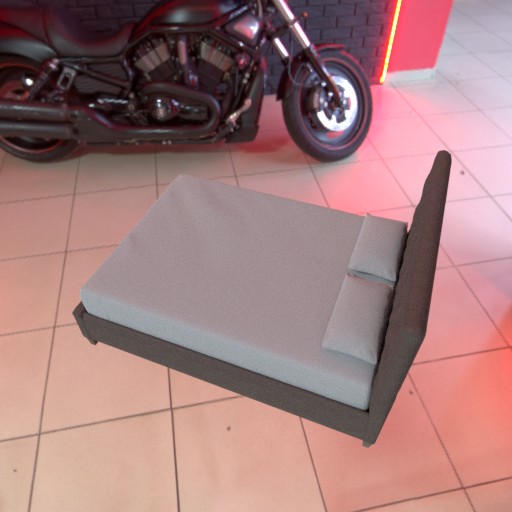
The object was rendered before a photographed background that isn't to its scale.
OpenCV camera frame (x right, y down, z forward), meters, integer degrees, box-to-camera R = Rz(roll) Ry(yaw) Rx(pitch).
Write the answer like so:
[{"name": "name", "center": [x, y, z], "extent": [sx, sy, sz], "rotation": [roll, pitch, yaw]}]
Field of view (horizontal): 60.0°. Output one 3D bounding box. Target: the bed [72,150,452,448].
[{"name": "bed", "center": [0.000, 0.000, 3.422], "extent": [2.387, 1.427, 1.698], "rotation": [16, 48, 15]}]
